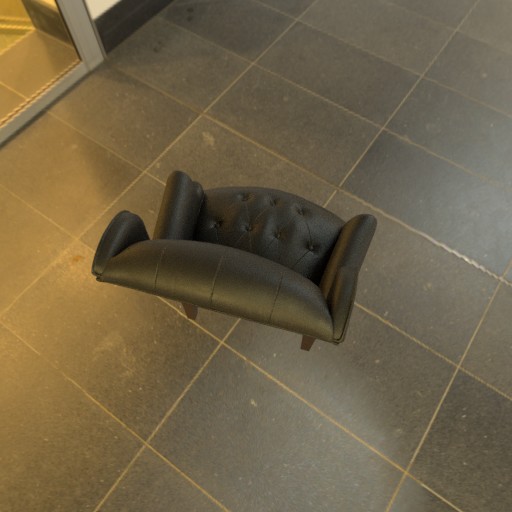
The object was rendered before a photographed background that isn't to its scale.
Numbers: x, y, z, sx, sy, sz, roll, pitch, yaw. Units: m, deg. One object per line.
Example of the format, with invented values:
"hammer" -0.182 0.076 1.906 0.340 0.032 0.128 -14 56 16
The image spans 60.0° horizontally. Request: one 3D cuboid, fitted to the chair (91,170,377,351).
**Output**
"chair" 0.000 0.000 1.715 0.831 1.133 0.822 14 65 7
